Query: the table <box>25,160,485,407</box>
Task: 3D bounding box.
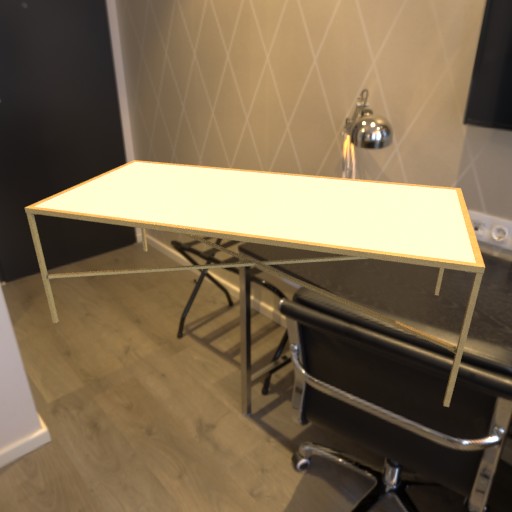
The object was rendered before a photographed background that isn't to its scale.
[{"bbox_3d":[0.000,0.000,1.440,1.206,0.398,0.580,8,27,16],"label":"table"}]
